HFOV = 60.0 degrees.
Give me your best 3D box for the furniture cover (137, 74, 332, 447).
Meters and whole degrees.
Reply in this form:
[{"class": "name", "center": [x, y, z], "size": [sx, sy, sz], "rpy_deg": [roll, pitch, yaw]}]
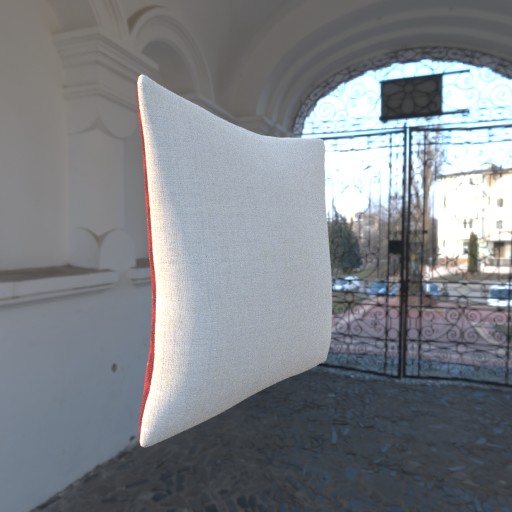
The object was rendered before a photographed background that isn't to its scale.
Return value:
[{"class": "furniture cover", "center": [0.000, 0.000, 0.663], "size": [0.145, 0.420, 0.435], "rpy_deg": [1, 3, 36]}]
